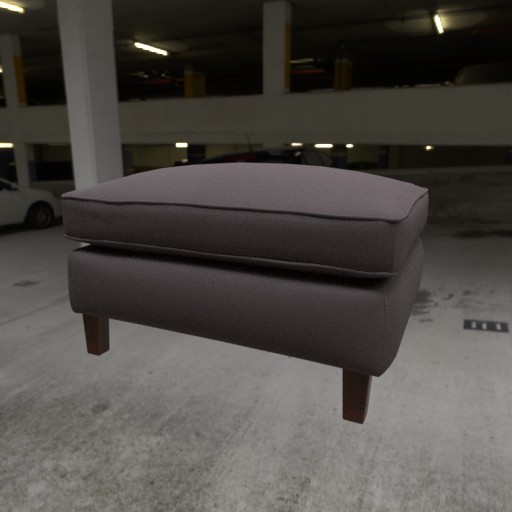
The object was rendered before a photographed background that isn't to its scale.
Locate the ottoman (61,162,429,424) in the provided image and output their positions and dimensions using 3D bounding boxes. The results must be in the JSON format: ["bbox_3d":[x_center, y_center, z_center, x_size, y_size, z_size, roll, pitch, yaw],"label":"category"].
[{"bbox_3d":[0.000,0.000,0.993,0.686,0.406,0.508,7,16,24],"label":"ottoman"}]
